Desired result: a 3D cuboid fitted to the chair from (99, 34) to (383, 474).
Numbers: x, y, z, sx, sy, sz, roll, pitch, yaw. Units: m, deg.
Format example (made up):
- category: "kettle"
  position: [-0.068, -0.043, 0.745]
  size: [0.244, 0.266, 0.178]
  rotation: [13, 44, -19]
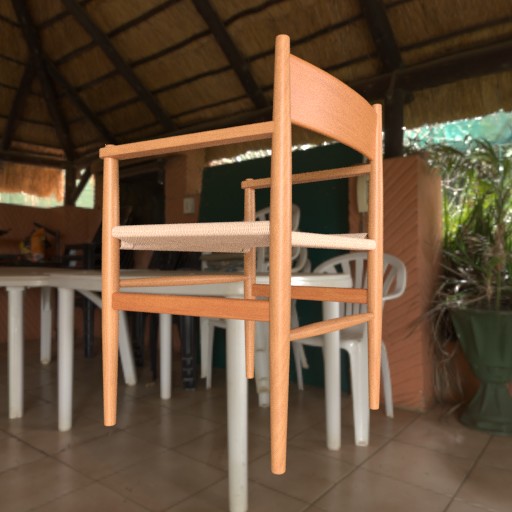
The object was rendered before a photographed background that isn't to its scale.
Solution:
- category: "chair"
  position: [0.000, 0.000, 1.077]
  size: [0.495, 0.762, 0.556]
  rotation: [-1, -1, 37]
